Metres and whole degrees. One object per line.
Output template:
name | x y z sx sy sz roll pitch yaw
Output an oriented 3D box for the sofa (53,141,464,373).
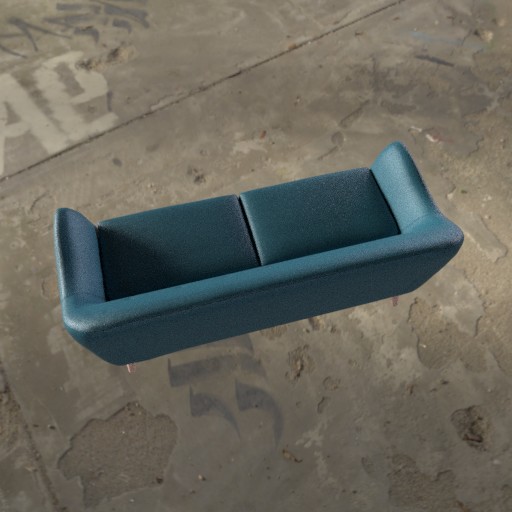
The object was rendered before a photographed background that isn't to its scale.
sofa | 0.000 0.000 2.227 1.840 0.836 0.820 -13 59 -8
